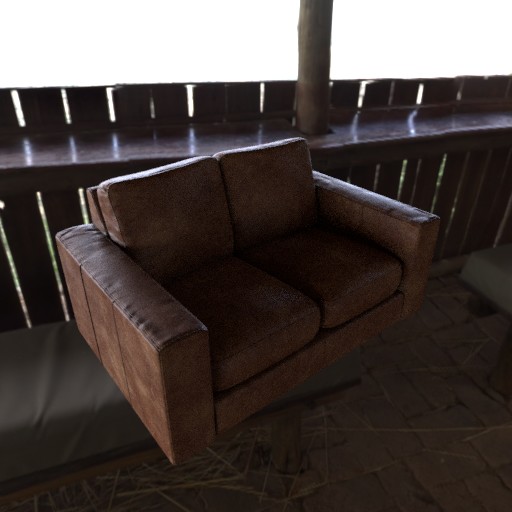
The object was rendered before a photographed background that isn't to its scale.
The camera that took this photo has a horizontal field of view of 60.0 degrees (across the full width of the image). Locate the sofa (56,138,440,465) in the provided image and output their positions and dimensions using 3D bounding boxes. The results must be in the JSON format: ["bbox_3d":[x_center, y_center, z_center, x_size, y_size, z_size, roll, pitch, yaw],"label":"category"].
[{"bbox_3d":[0.000,0.000,2.258,1.626,0.889,1.041,-22,36,-33],"label":"sofa"}]
